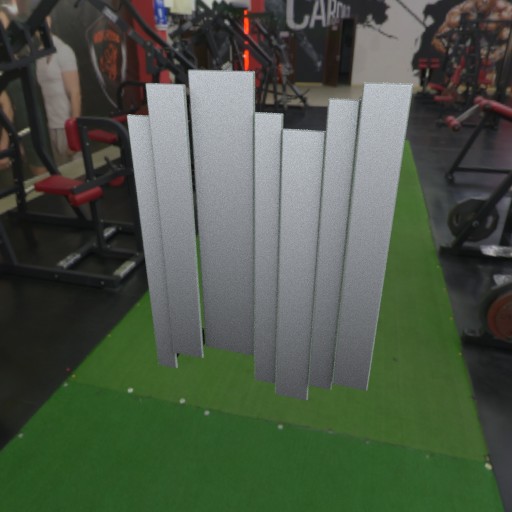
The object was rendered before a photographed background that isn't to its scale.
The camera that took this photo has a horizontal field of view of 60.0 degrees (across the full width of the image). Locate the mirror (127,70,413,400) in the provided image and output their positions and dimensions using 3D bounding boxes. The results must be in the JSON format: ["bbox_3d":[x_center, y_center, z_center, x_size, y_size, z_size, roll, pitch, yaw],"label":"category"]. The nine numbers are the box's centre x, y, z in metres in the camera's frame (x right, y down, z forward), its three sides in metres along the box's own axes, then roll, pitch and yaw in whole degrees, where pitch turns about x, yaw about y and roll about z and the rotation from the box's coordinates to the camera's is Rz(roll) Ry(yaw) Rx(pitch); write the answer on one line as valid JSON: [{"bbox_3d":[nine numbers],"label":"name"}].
[{"bbox_3d":[0.000,0.000,0.793,0.445,0.611,0.058,8,28,15],"label":"mirror"}]
